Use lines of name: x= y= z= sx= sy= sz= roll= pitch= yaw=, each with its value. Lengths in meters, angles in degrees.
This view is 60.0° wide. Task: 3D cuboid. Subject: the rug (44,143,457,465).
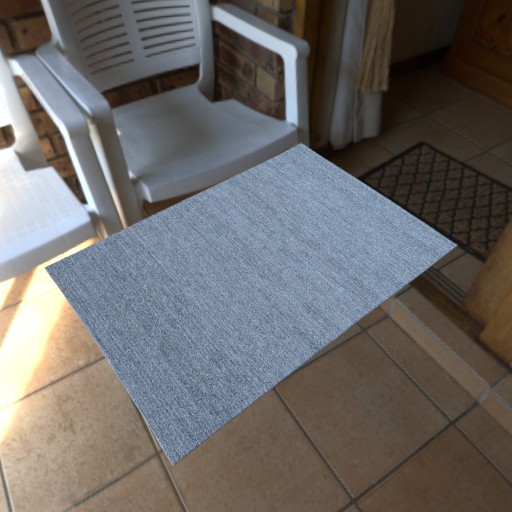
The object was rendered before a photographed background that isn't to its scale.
rug: x=0.000 y=0.000 z=3.026 sx=2.338 sy=0.030 sz=1.616 roll=-31 pitch=54 yaw=-25
